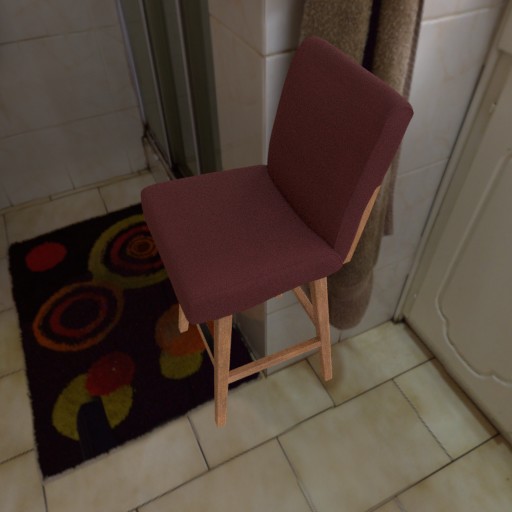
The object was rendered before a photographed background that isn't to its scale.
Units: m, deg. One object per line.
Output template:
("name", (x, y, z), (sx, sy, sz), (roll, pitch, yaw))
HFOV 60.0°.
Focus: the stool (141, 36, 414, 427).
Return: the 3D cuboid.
("stool", (0.000, 0.000, 1.355), (0.562, 1.093, 0.468), (-18, 50, -16))
